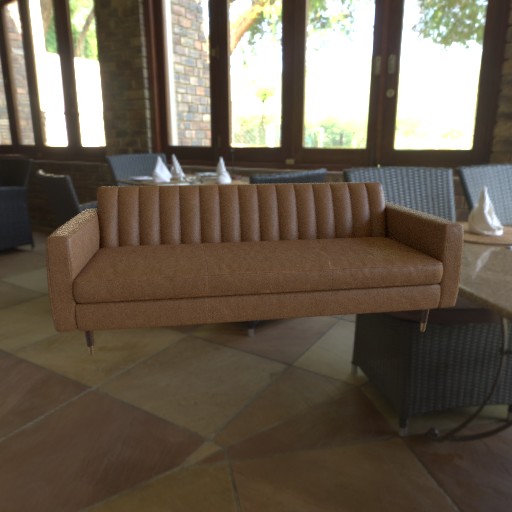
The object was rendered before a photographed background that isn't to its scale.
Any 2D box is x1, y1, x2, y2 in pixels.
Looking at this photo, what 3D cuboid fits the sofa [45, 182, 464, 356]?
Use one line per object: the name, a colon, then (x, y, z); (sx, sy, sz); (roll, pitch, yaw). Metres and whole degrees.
sofa: (0.000, 0.000, 2.802); (2.291, 0.821, 0.990); (-2, 15, -9)
